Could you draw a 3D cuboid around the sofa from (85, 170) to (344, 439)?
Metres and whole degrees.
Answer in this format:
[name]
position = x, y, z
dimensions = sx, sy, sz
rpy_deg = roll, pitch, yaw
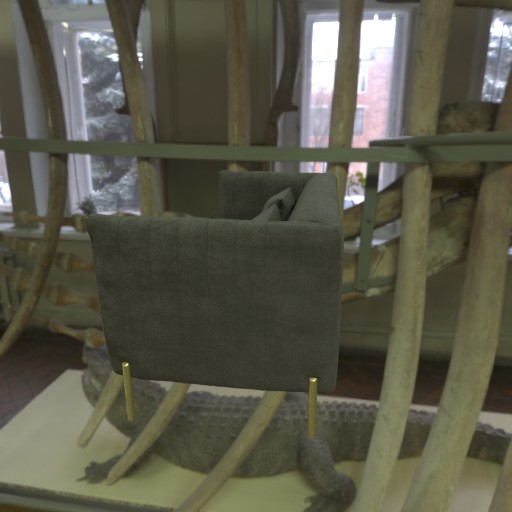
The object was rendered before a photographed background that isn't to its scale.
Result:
[sofa]
position = 0.000, 0.000, 2.430
dimensions = 0.876, 0.780, 1.980
rpy_deg = 3, 16, 9
